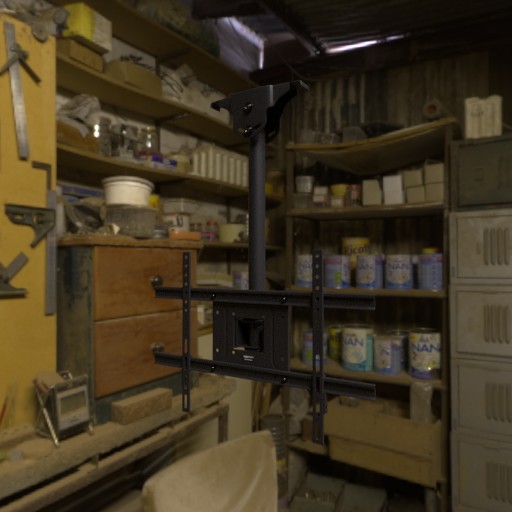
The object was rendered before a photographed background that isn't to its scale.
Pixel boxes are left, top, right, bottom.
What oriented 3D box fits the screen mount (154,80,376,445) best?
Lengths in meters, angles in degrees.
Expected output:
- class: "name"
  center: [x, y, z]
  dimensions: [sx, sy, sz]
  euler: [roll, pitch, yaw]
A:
- class: "screen mount"
  center: [0.000, 0.000, 1.052]
  dimensions: [0.595, 0.775, 0.090]
  euler: [-1, -1, 33]
